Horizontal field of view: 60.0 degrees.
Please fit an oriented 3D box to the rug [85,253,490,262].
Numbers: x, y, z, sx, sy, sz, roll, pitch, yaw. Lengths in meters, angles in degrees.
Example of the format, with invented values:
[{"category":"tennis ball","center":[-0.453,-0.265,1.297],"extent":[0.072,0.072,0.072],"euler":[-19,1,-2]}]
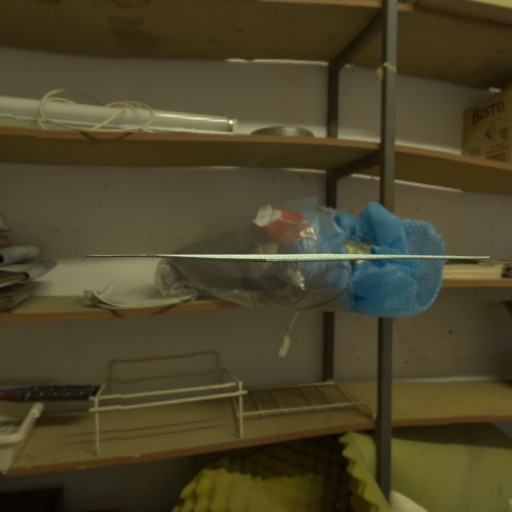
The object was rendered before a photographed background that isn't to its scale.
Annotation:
[{"category":"rug","center":[0.000,0.000,5.192],"extent":[2.802,0.052,4.078],"euler":[0,1,-36]}]
